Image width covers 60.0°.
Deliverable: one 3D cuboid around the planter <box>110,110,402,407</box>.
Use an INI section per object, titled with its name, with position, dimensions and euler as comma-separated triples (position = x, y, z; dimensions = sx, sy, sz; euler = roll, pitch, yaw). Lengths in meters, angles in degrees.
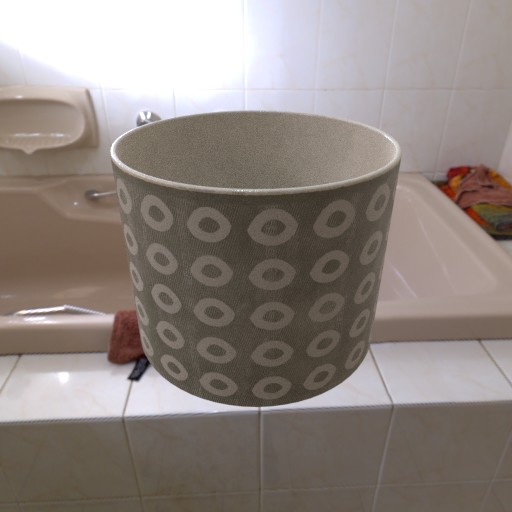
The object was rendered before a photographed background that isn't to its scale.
[planter]
position = 0.000, 0.000, 0.344
dimensions = 0.190, 0.181, 0.190
euler = 0, 30, 0
